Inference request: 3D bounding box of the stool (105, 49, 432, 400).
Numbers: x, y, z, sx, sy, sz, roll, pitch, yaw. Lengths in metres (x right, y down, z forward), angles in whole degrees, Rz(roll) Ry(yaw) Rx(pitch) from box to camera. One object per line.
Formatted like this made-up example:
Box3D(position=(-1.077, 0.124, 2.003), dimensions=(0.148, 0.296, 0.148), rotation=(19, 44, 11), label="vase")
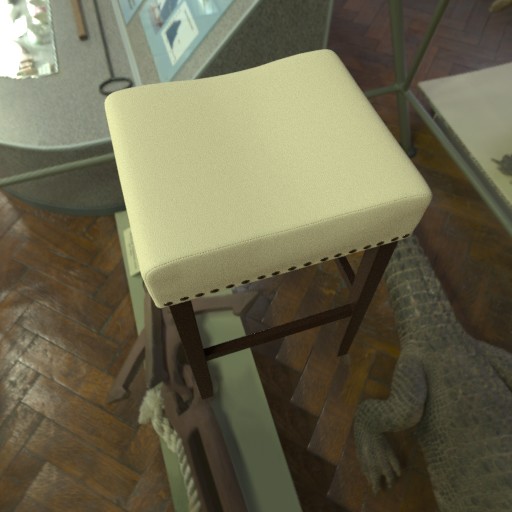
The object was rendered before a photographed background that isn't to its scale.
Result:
Box3D(position=(0.000, 0.000, 1.063), dimensions=(0.471, 0.762, 0.401), rotation=(-15, 59, -10), label="stool")
